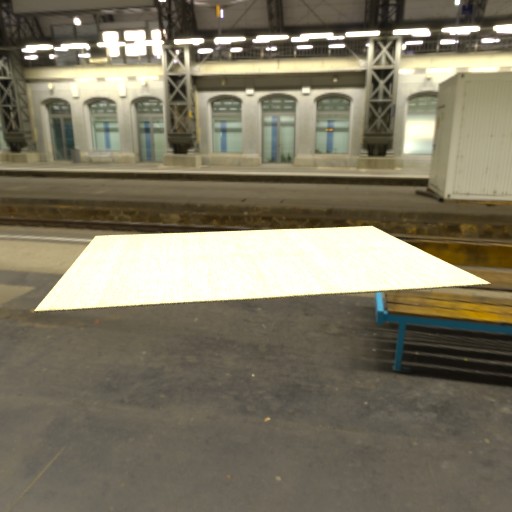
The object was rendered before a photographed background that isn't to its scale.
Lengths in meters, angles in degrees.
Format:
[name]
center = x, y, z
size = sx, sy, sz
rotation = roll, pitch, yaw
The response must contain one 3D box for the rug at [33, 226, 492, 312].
[rug]
center = 0.000, 0.000, 2.353
size = 1.850, 0.015, 1.250
rotation = -3, 16, -9
